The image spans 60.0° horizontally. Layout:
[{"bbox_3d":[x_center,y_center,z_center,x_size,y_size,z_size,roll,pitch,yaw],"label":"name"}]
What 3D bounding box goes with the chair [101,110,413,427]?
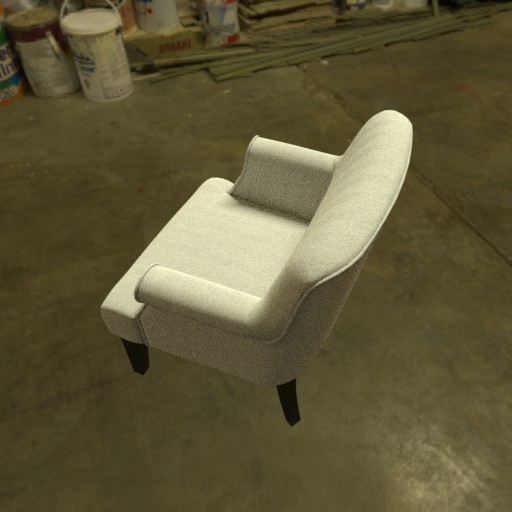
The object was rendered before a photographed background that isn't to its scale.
[{"bbox_3d":[0.000,0.000,1.432,0.750,0.875,0.781,18,49,16],"label":"chair"}]
